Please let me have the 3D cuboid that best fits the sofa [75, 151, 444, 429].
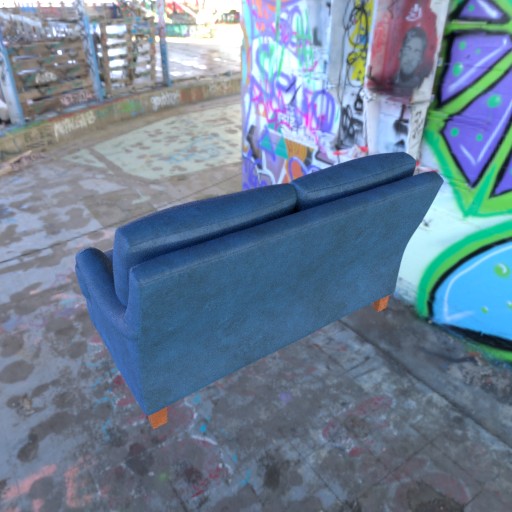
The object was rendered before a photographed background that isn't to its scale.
[{"bbox_3d":[0.000,0.000,2.577,1.853,1.101,1.084,-20,36,-30],"label":"sofa"}]
